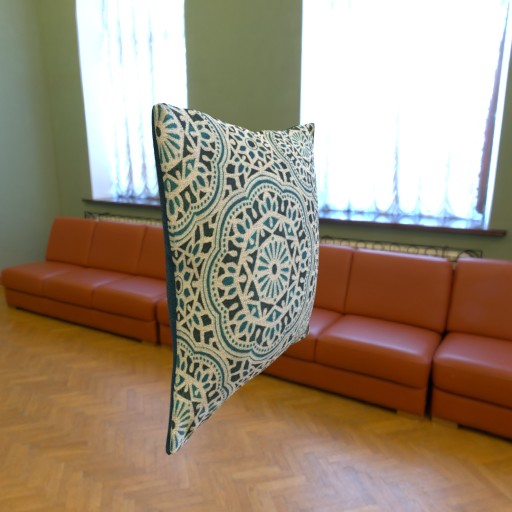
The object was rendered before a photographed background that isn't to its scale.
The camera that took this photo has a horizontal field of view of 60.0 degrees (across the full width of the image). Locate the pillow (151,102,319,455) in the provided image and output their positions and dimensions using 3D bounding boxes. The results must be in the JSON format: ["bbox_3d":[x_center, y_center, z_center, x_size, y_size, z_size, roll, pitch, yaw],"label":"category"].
[{"bbox_3d":[0.000,0.000,0.684,0.145,0.420,0.440,7,15,28],"label":"pillow"}]
